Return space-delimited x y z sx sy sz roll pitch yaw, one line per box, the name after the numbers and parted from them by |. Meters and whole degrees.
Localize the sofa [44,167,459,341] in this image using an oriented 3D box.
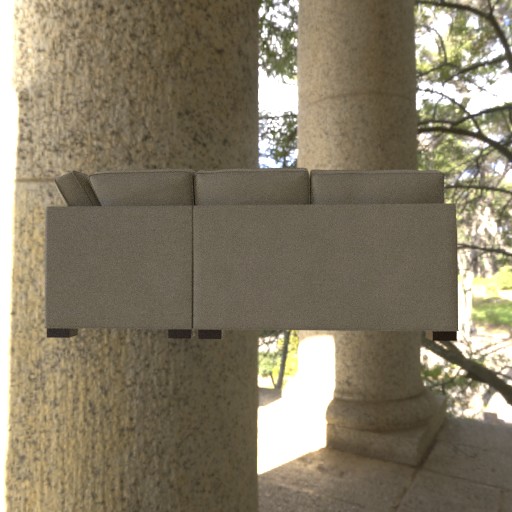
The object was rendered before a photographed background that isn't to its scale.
0.000 0.000 3.408 2.188 0.936 2.211 0 -2 2 | sofa
